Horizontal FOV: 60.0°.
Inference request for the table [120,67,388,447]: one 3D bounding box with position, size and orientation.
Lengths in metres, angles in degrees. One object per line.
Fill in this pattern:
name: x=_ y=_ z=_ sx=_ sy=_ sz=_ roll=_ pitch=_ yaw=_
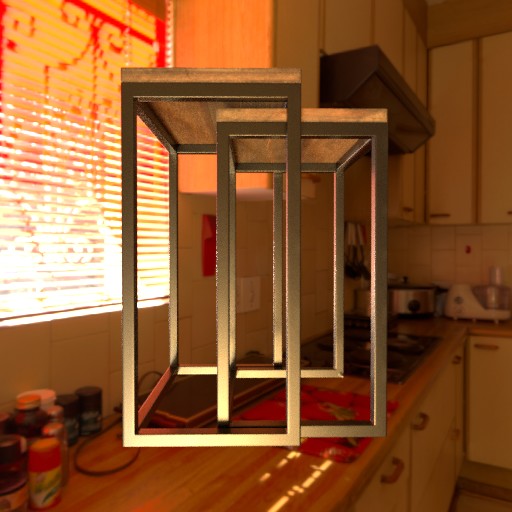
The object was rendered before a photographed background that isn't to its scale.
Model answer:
table: x=0.000 y=0.000 z=0.938 sx=0.460 sy=0.615 sz=0.456 roll=0 pitch=1 yaw=2
